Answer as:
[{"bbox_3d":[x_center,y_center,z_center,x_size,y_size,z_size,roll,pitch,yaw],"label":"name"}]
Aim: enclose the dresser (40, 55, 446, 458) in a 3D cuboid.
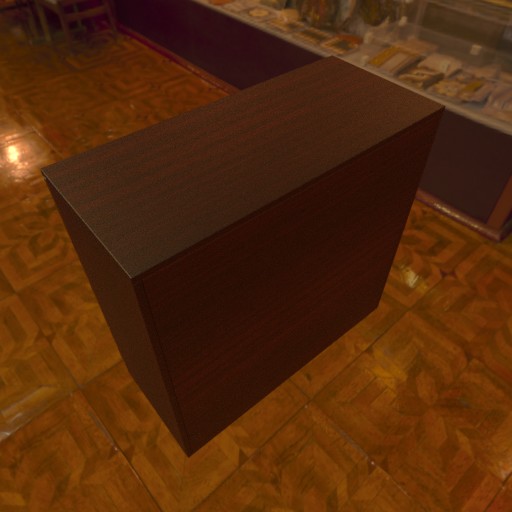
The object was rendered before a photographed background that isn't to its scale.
[{"bbox_3d":[0.000,0.000,1.137,0.750,0.720,0.360,-31,54,-26],"label":"dresser"}]
